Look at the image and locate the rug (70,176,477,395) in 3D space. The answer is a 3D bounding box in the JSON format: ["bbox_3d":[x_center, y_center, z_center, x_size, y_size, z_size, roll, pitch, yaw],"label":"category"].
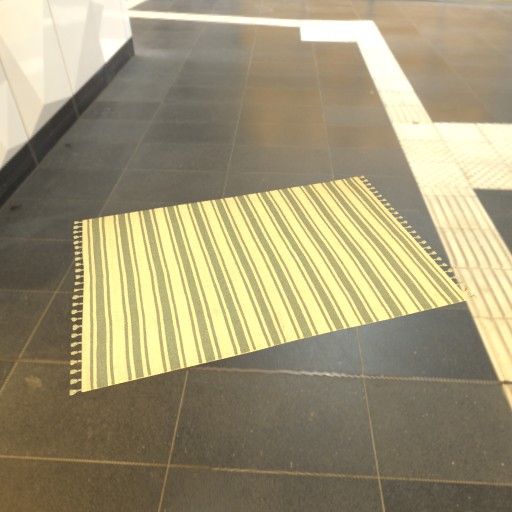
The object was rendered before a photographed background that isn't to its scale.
[{"bbox_3d":[0.000,0.000,3.036,2.410,0.011,1.539,-11,42,-12],"label":"rug"}]
